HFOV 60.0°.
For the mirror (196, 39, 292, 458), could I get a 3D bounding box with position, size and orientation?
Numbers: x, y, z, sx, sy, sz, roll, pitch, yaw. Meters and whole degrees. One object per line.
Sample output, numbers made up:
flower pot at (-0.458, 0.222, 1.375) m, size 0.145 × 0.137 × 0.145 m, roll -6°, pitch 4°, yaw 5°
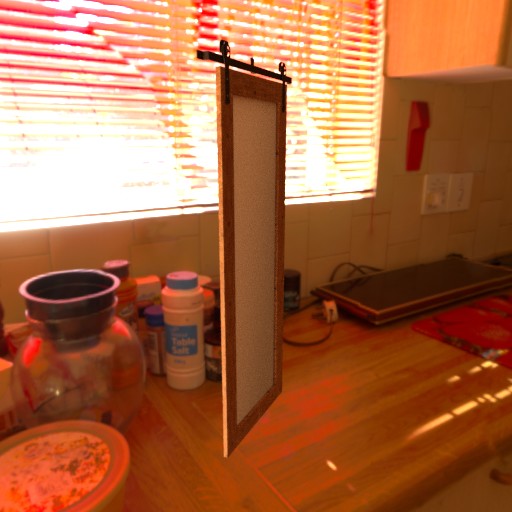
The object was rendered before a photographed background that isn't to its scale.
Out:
mirror at (0.000, 0.000, 2.115) m, size 0.042 × 1.793 × 0.847 m, roll 7°, pitch 16°, yaw 26°
